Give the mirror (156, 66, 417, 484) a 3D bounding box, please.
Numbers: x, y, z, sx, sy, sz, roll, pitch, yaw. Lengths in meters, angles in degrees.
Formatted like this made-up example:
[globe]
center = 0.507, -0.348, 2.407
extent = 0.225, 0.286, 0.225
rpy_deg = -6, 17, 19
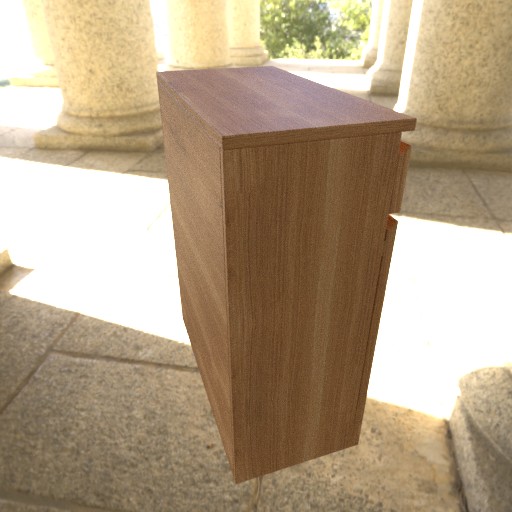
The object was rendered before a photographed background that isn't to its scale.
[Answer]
[mirror]
center = 0.000, 0.000, 1.400
extent = 0.400, 1.000, 0.800
rpy_deg = -10, 32, -16
